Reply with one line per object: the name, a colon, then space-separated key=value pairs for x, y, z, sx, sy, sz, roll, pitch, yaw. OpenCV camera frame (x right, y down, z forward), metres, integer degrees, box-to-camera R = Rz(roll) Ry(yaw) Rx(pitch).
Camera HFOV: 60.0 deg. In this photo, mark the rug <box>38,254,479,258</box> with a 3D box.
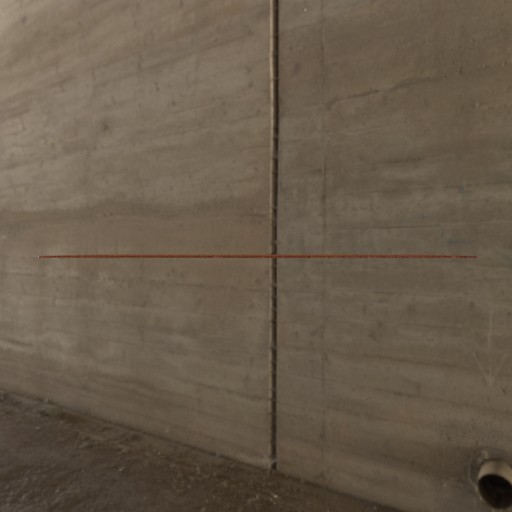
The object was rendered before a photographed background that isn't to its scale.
rug: x=0.000 y=0.000 z=2.802 sx=2.471 sy=0.013 sz=0.914 roll=0 pitch=1 yaw=-1
